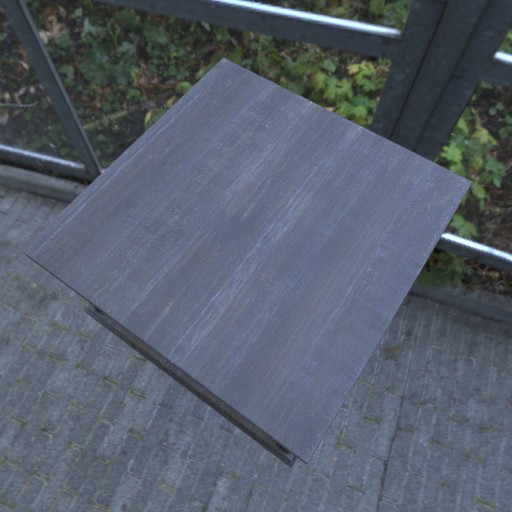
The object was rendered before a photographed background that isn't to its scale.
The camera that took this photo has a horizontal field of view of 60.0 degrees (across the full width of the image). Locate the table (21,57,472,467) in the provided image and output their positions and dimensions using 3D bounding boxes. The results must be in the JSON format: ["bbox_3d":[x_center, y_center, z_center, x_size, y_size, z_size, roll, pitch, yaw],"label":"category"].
[{"bbox_3d":[0.000,0.000,1.131,0.696,0.400,0.696,32,68,15],"label":"table"}]
